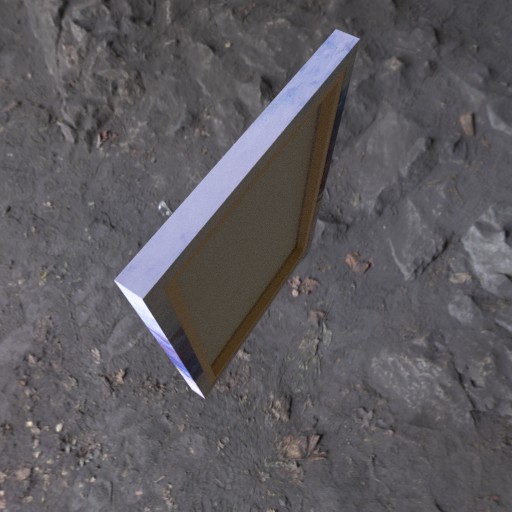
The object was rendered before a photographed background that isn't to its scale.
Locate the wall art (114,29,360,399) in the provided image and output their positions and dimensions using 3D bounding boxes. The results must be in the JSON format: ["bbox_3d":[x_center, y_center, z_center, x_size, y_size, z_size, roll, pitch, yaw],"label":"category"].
[{"bbox_3d":[0.000,0.000,0.761,0.036,0.581,0.437,31,67,14],"label":"wall art"}]
